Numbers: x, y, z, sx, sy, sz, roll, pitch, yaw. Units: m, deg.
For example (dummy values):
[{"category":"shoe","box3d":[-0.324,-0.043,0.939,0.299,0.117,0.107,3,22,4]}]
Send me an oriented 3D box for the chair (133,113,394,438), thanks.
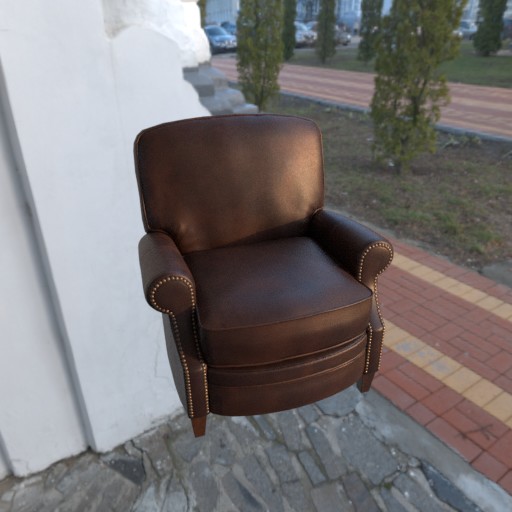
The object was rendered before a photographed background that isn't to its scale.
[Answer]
[{"category":"chair","box3d":[0.000,0.000,1.814,0.936,1.018,0.986,-9,29,-16]}]
